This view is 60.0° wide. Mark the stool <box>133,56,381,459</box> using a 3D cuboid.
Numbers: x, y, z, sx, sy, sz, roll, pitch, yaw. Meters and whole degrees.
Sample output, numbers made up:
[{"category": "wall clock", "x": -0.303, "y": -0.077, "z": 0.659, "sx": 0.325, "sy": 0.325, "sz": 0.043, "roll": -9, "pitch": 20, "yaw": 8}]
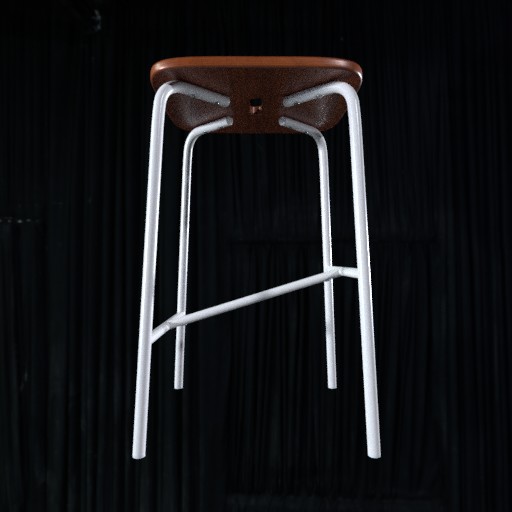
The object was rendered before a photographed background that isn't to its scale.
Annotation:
[{"category": "stool", "x": 0.000, "y": 0.000, "z": 0.854, "sx": 0.376, "sy": 0.610, "sz": 0.376, "roll": 0, "pitch": 0, "yaw": 0}]
